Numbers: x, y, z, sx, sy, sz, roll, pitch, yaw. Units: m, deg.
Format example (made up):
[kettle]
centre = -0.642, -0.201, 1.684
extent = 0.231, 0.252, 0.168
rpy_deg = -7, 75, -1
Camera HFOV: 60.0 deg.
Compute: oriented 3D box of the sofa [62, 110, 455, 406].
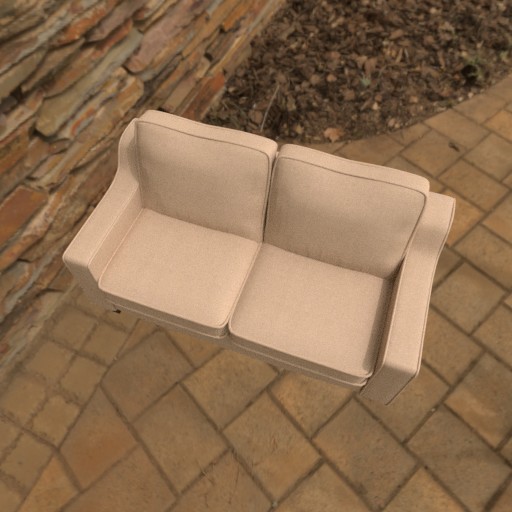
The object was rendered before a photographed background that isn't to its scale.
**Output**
[sofa]
centre = 0.000, 0.000, 3.476
extent = 2.587, 1.562, 1.351
rpy_deg = 17, 59, 10
